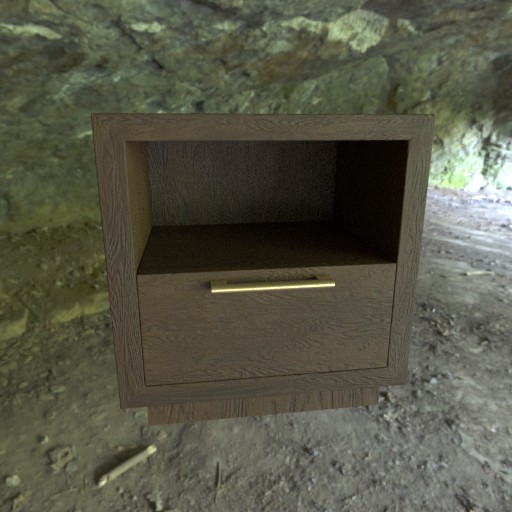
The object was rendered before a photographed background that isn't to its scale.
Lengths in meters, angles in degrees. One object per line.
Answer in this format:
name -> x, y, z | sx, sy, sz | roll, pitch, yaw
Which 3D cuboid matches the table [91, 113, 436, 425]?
table -> 0.000, 0.000, 0.969 | 0.560, 0.585, 0.439 | -2, 17, -8
